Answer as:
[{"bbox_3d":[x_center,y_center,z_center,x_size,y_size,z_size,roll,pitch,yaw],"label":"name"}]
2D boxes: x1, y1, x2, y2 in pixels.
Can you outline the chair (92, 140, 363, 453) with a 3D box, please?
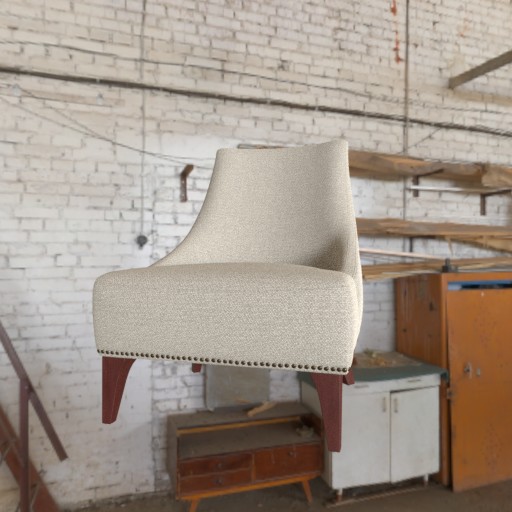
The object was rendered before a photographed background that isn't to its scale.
[{"bbox_3d":[0.000,0.000,1.479,0.701,0.909,0.861,0,0,16],"label":"chair"}]
